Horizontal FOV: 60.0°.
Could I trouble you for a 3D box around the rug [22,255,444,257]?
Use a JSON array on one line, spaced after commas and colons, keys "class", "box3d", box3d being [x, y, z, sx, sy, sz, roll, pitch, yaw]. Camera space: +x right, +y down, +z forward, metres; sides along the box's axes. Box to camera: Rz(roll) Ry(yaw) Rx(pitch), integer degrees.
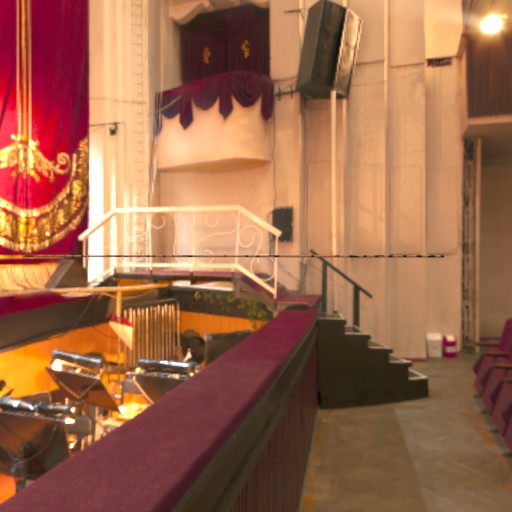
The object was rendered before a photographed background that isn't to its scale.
[{"class": "rug", "box3d": [0.000, 0.000, 4.100, 3.017, 0.014, 2.416, 0, 0, 18]}]
